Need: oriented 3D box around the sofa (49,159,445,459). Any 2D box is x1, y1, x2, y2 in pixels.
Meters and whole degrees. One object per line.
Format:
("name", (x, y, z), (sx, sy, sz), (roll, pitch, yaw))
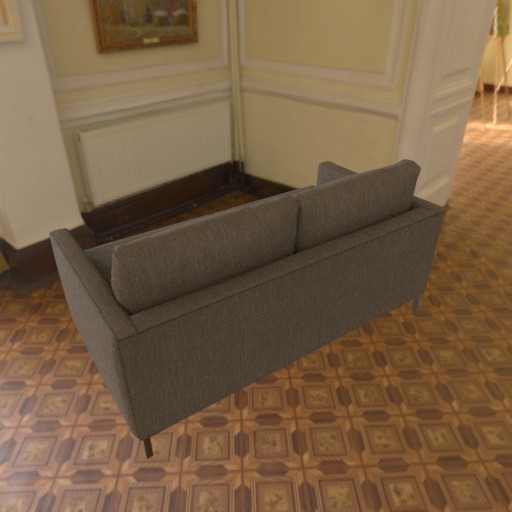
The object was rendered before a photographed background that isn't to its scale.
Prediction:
("sofa", (0.000, 0.000, 2.160), (1.682, 0.840, 0.875), (-20, 36, -29))
